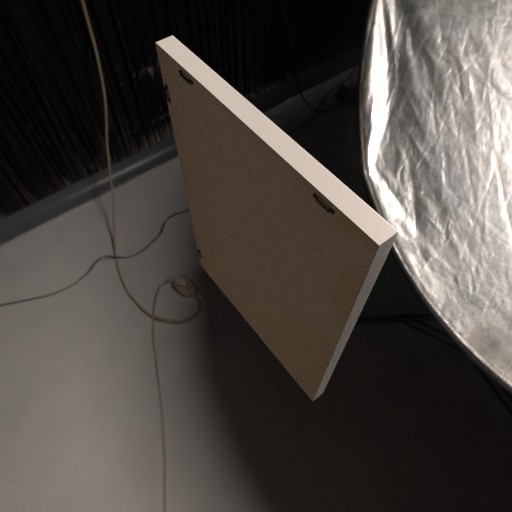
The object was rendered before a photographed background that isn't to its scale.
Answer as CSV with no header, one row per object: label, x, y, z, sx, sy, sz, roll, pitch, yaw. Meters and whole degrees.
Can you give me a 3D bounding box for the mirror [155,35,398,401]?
mirror,0.000,0.000,0.928,0.039,0.710,0.507,-33,63,-19
